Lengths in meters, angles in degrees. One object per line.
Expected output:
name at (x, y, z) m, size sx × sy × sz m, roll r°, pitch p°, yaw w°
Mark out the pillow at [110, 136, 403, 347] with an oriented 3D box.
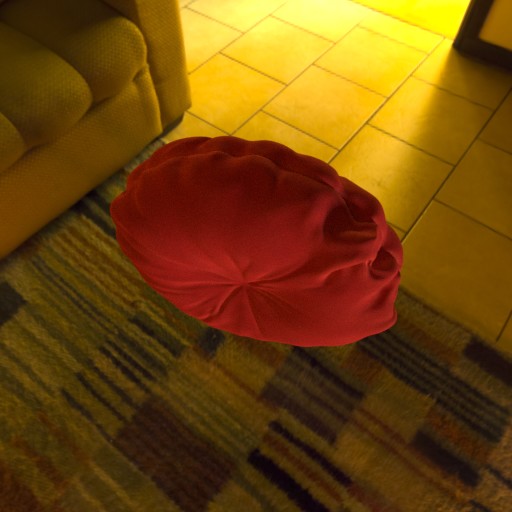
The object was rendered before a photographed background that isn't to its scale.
pillow at (0.000, 0.000, 0.650) m, size 0.428 × 0.407 × 0.148 m, roll 15°, pitch 59°, yaw 9°
